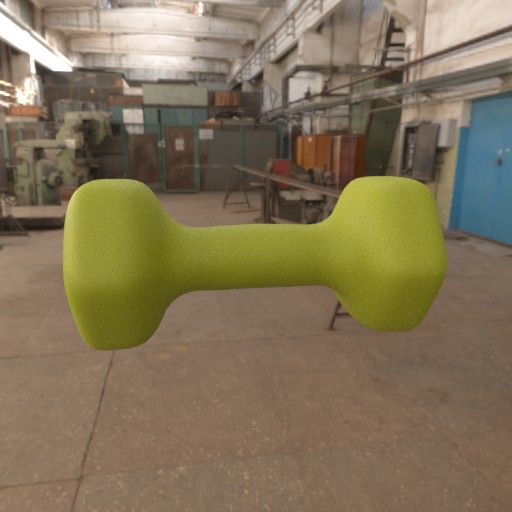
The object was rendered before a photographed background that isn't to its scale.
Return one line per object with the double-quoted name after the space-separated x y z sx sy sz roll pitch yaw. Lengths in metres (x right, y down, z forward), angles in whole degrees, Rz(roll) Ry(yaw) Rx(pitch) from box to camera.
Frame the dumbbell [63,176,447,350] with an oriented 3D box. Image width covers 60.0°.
0.000 0.000 0.209 0.164 0.072 0.080 -2 14 -8 "dumbbell"
